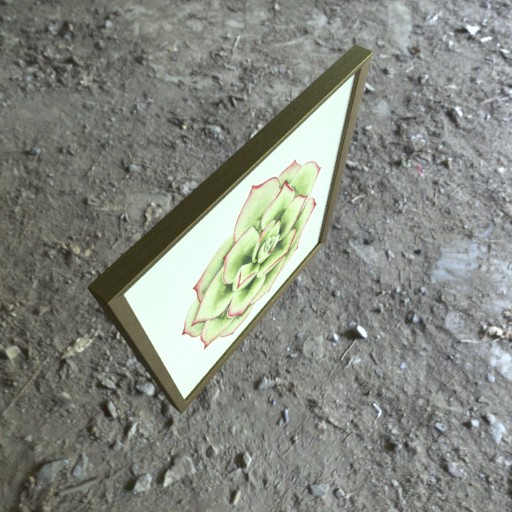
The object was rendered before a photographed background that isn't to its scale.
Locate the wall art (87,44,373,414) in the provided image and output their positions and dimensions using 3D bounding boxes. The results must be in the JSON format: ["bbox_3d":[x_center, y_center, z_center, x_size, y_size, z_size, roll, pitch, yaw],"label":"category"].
[{"bbox_3d":[0.000,0.000,0.751,0.031,0.506,0.503,34,65,19],"label":"wall art"}]
